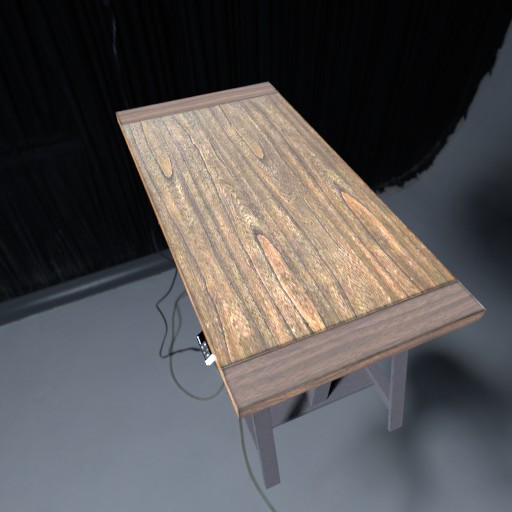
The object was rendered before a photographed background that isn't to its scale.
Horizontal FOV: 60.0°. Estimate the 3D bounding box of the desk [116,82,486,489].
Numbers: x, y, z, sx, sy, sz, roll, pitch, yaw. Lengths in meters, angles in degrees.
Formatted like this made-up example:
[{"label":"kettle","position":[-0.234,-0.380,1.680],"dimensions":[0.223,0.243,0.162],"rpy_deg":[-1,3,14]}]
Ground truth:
[{"label":"desk","position":[0.000,0.000,1.905],"dimensions":[0.784,0.725,1.543],"rpy_deg":[-17,49,-15]}]
